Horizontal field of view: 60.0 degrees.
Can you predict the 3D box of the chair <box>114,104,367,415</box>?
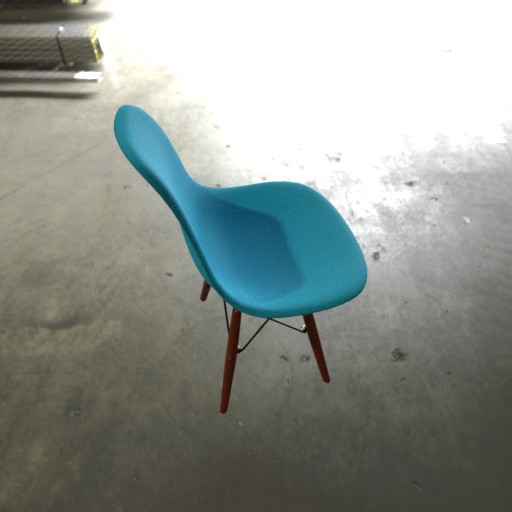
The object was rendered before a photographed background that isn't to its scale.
[{"bbox_3d":[0.000,0.000,1.151,0.533,0.826,0.470,-11,48,-10],"label":"chair"}]
